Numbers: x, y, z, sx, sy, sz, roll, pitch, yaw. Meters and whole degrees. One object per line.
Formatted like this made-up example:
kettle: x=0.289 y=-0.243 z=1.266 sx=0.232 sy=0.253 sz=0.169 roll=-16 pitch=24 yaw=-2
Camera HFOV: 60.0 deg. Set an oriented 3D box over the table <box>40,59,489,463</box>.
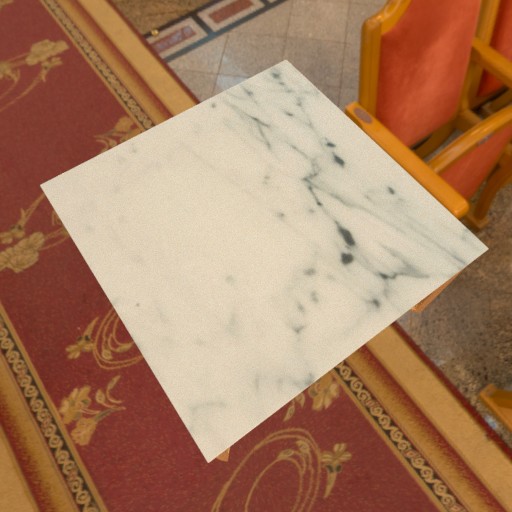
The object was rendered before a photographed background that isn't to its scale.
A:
table: x=0.000 y=0.000 z=1.304 sx=0.800 sy=0.450 sz=0.800 roll=-33 pitch=68 yaw=-15
